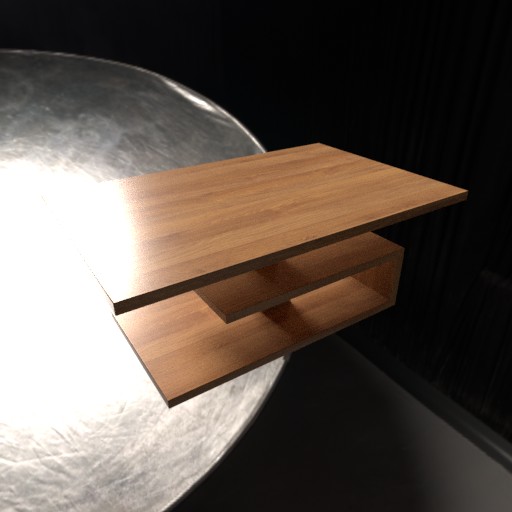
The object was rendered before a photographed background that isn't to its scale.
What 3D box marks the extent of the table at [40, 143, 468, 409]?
[{"bbox_3d":[0.000,0.000,1.454,1.100,0.442,0.700,-17,33,-29],"label":"table"}]
